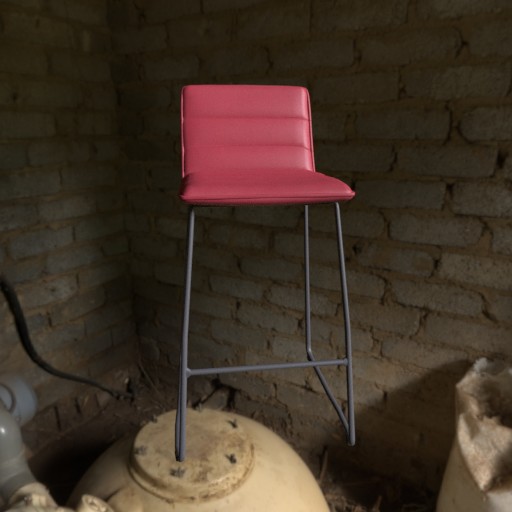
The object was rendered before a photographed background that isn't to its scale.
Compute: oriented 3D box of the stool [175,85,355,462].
[{"bbox_3d":[0.000,0.000,1.245,0.489,0.937,0.524,-2,17,-7],"label":"stool"}]
